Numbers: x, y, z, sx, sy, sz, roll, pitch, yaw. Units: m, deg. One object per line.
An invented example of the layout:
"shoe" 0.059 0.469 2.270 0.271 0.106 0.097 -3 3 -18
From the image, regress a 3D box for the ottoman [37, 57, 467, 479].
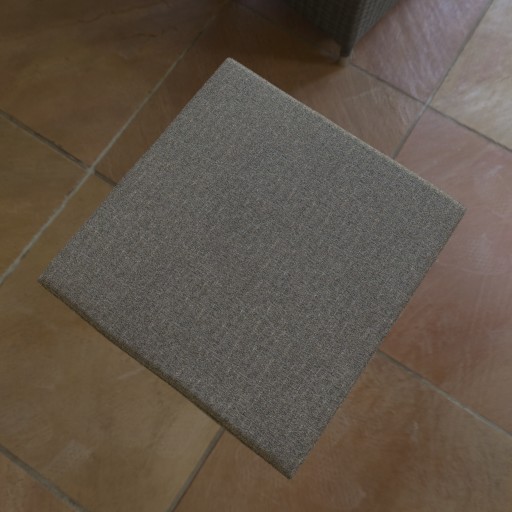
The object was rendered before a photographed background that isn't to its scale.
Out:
"ottoman" 0.000 0.000 1.539 0.981 0.379 1.016 35 79 8
